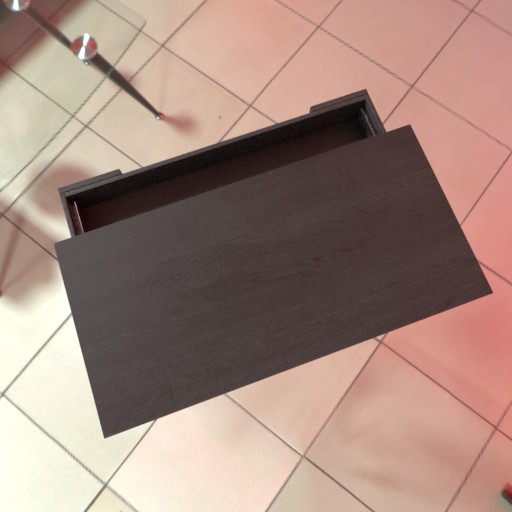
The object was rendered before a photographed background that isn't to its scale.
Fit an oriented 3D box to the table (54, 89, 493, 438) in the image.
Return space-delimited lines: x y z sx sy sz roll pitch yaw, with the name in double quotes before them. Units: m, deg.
"table" 0.000 0.000 1.417 1.000 0.570 0.711 -19 77 -5
